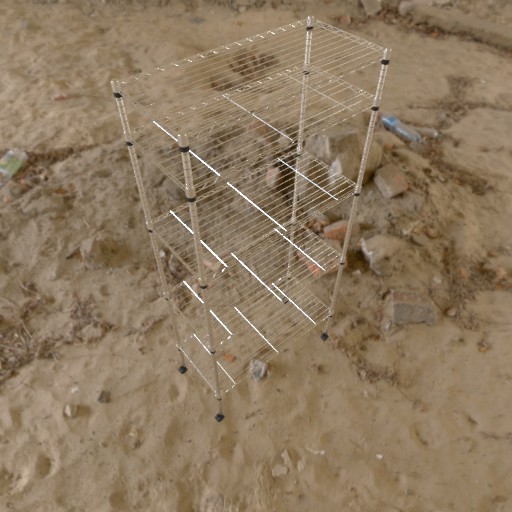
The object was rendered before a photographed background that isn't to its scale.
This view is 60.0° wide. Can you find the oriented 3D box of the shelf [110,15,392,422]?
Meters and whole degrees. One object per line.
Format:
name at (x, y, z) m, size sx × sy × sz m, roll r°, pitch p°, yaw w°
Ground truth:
shelf at (0.000, 0.000, 1.821) m, size 0.762 × 1.587 × 0.356 m, roll -31°, pitch 55°, yaw -25°
